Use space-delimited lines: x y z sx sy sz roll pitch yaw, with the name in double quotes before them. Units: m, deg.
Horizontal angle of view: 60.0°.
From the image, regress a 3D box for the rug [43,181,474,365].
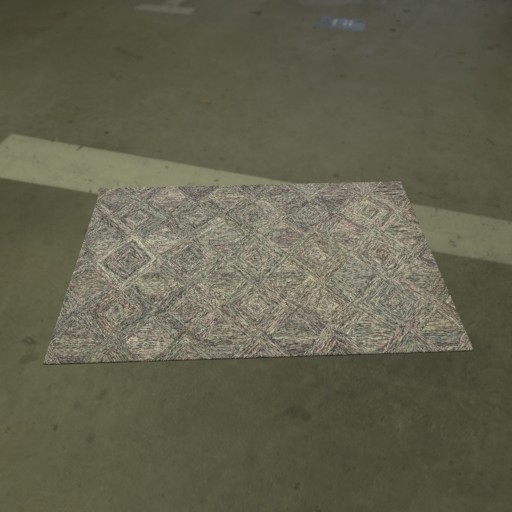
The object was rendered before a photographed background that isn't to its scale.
"rug" 0.000 0.000 2.880 2.298 0.017 1.501 -2 46 -1
